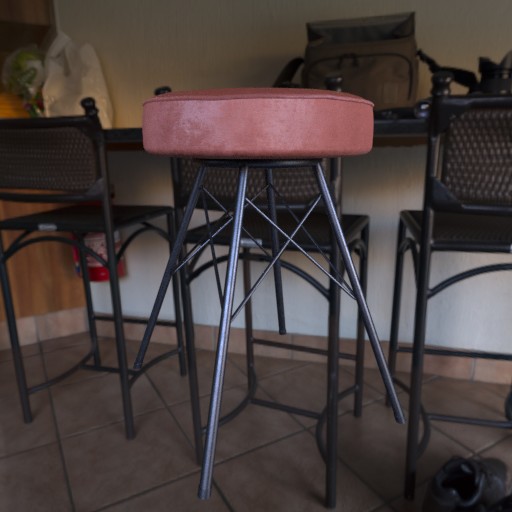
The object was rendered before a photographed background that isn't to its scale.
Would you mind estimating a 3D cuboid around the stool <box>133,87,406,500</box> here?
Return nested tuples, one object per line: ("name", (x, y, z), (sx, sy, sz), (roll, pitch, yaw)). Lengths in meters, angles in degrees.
("stool", (0.000, 0.000, 0.868), (0.421, 0.593, 0.457), (-7, 16, -26))
